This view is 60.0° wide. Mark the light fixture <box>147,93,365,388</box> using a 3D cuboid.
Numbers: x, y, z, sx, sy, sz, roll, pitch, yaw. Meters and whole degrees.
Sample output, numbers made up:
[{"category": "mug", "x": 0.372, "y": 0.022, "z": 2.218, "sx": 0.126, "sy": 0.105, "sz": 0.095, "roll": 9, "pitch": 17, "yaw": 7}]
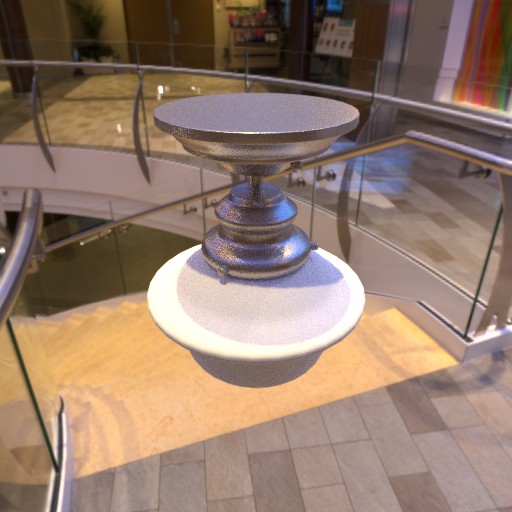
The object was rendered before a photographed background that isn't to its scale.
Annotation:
[{"category": "light fixture", "x": 0.000, "y": 0.000, "z": 0.395, "sx": 0.199, "sy": 0.254, "sz": 0.199, "roll": 0, "pitch": 29, "yaw": 0}]
